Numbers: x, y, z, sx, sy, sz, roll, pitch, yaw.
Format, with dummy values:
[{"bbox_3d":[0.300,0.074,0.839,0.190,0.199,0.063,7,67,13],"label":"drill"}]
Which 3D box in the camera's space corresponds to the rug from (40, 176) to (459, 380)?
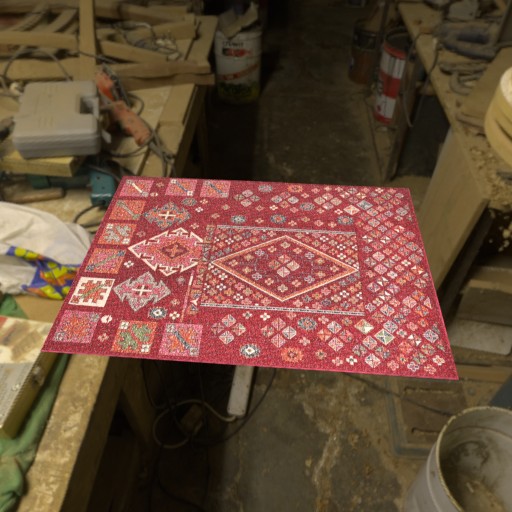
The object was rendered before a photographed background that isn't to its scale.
[{"bbox_3d":[0.000,0.000,2.847,2.184,0.007,1.579,3,46,3],"label":"rug"}]
